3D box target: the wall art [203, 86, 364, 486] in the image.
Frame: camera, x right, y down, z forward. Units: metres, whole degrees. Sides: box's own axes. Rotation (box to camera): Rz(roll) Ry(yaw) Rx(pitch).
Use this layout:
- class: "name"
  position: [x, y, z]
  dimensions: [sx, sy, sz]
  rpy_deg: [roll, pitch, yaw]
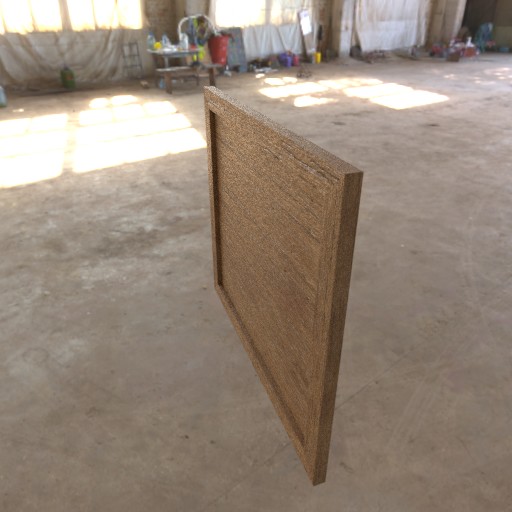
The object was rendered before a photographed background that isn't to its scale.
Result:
- class: "wall art"
  position: [0.000, 0.000, 0.946]
  dimensions: [0.026, 0.588, 0.690]
  rpy_deg: [-10, 31, -17]
